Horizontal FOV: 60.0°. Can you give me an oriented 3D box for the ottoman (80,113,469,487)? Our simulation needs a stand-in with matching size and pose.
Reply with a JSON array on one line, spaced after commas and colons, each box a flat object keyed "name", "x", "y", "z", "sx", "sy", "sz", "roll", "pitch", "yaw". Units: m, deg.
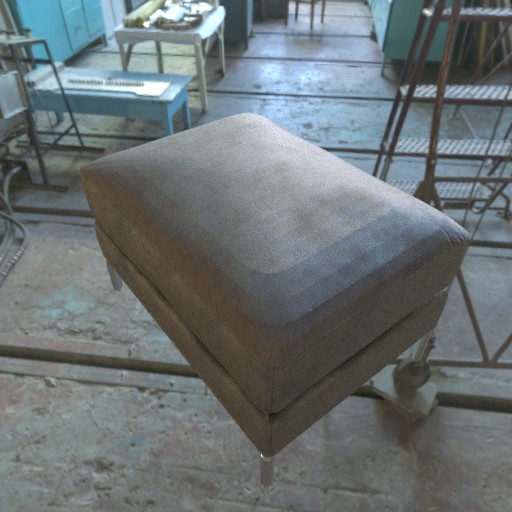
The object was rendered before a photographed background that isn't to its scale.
[{"name": "ottoman", "x": 0.000, "y": 0.000, "z": 1.045, "sx": 0.520, "sy": 0.456, "sz": 0.719, "roll": -27, "pitch": 48, "yaw": -28}]
